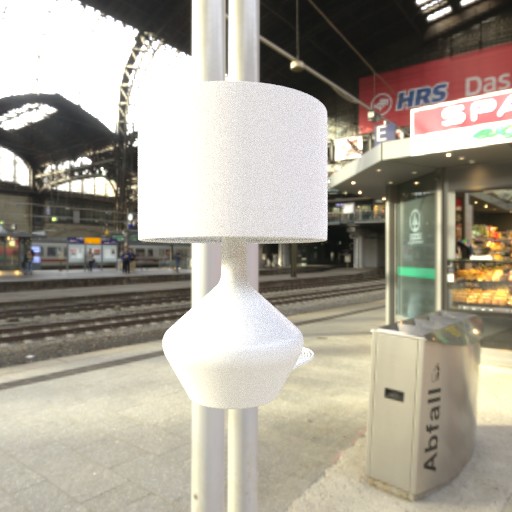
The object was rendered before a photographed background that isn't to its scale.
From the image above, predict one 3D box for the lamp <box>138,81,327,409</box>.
[{"bbox_3d":[0.000,0.000,0.854,0.401,0.457,0.546,0,0,38],"label":"lamp"}]
